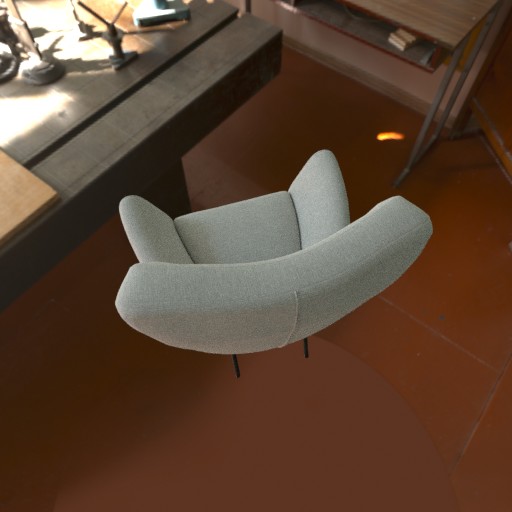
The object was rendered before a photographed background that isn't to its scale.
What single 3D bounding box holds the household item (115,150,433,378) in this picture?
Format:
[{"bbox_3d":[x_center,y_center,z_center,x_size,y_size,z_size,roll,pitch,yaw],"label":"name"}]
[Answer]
[{"bbox_3d":[0.000,0.000,1.796,0.980,1.050,0.900,-15,61,-9],"label":"household item"}]
